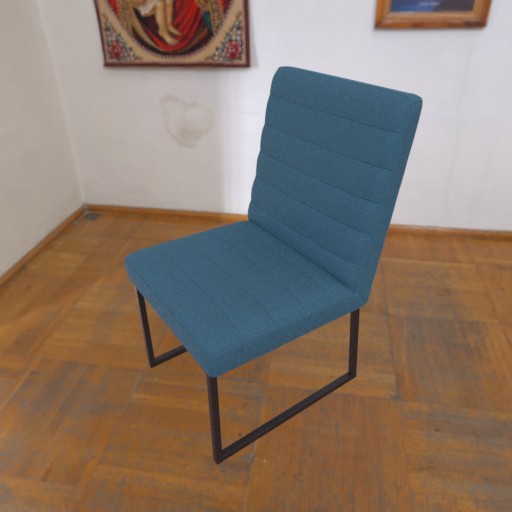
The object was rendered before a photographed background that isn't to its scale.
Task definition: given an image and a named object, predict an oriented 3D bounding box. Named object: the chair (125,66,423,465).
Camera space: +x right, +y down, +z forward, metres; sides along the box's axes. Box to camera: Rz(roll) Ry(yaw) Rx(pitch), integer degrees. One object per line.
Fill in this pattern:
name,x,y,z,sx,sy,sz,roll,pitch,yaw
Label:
chair,0.000,0.000,1.298,0.634,0.930,0.520,-21,38,-29
